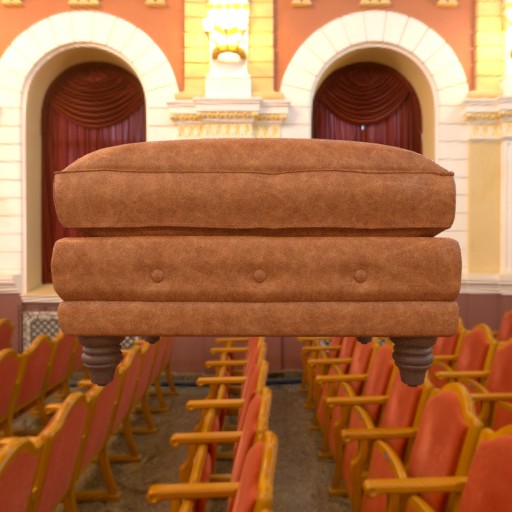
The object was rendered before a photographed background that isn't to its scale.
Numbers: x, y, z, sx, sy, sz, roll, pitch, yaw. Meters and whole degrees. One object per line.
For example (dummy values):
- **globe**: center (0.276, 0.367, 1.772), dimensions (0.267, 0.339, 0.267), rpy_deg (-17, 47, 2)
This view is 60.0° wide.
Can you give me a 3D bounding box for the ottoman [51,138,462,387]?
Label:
- **ottoman**: center (0.000, 0.000, 1.013), dimensions (0.710, 0.480, 0.533), rpy_deg (0, 0, 1)
